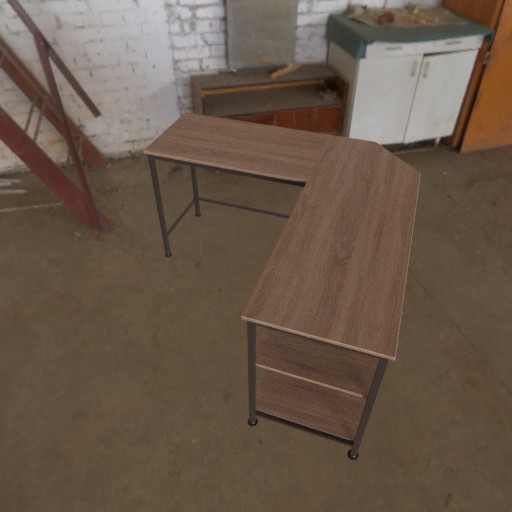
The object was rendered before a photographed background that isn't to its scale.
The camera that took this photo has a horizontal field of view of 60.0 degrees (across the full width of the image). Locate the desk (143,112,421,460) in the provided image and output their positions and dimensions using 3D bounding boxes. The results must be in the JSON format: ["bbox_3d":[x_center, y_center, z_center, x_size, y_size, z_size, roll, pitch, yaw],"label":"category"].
[{"bbox_3d":[0.000,0.000,2.248,1.379,0.739,1.379,13,43,14],"label":"desk"}]
